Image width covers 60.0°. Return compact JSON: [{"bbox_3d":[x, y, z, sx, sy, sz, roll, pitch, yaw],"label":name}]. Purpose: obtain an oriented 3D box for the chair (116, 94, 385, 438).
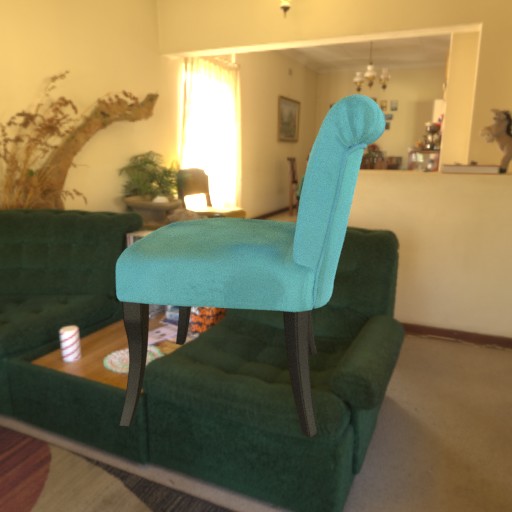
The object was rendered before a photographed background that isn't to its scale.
[{"bbox_3d":[0.000,0.000,1.178,0.605,0.750,0.582,2,13,7],"label":"chair"}]
